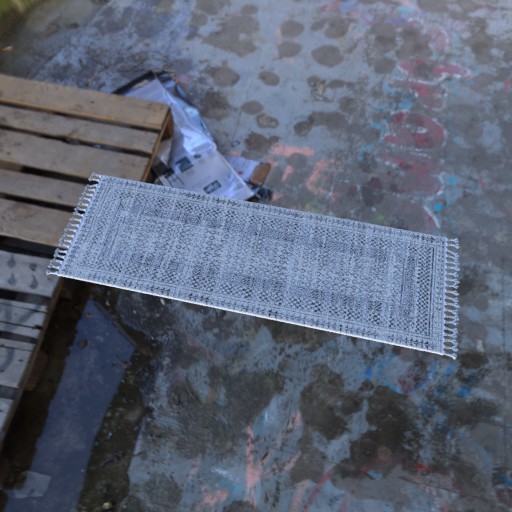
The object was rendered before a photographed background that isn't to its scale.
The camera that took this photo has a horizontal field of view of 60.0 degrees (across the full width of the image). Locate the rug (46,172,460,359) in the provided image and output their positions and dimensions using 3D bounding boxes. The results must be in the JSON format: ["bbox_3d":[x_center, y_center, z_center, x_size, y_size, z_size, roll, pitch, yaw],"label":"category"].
[{"bbox_3d":[0.000,0.000,2.749,2.480,0.013,0.786,11,64,5],"label":"rug"}]
